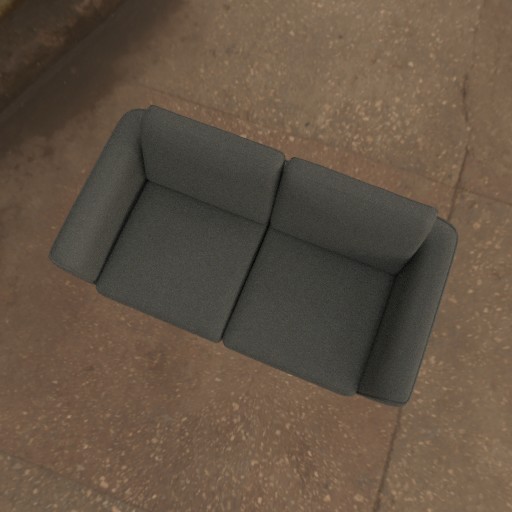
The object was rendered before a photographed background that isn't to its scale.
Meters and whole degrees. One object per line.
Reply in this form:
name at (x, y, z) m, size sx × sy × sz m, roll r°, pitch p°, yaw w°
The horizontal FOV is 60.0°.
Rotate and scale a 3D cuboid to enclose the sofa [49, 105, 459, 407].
sofa at (0.000, 0.000, 2.172) m, size 1.700 × 0.850 × 0.920 m, roll 21°, pitch 77°, yaw 5°
